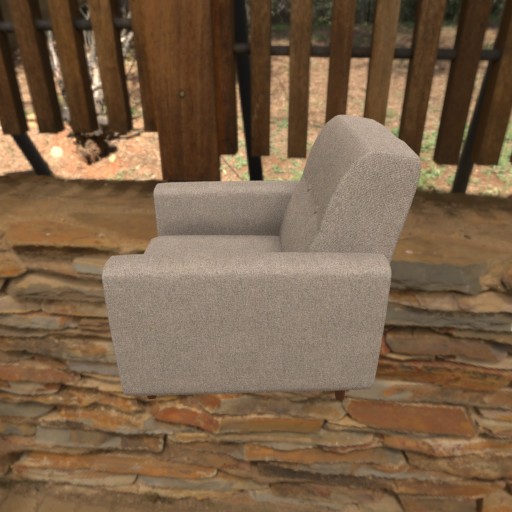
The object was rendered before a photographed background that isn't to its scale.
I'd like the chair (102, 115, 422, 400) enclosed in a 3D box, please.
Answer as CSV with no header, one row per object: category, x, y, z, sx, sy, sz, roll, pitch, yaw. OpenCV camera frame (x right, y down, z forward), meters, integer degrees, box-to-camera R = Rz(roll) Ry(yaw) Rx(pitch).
chair,0.000,0.000,1.703,0.942,0.968,0.845,0,27,0
